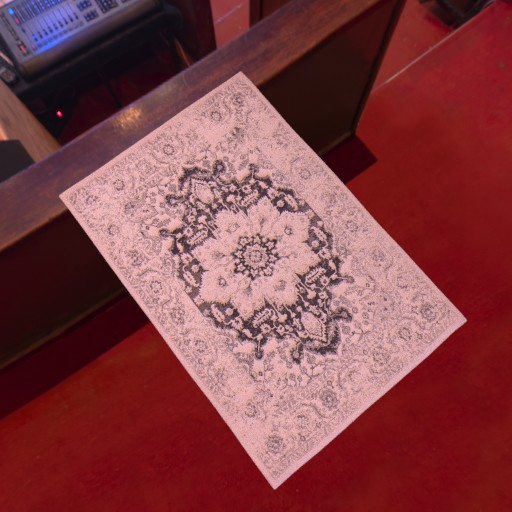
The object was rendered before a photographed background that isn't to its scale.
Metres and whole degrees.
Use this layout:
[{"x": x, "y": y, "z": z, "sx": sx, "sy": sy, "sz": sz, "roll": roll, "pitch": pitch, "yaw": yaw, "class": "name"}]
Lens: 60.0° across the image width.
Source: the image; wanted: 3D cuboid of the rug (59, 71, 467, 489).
[{"x": 0.000, "y": 0.000, "z": 2.260, "sx": 1.223, "sy": 0.008, "sz": 1.813, "roll": -38, "pitch": 79, "yaw": -9, "class": "rug"}]
